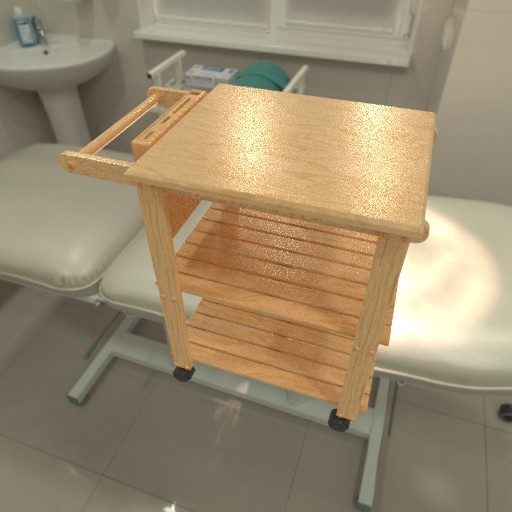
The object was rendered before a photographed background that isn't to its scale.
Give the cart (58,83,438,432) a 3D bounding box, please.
[{"bbox_3d":[0.000,0.000,1.334,0.843,0.816,0.520,13,44,14],"label":"cart"}]
